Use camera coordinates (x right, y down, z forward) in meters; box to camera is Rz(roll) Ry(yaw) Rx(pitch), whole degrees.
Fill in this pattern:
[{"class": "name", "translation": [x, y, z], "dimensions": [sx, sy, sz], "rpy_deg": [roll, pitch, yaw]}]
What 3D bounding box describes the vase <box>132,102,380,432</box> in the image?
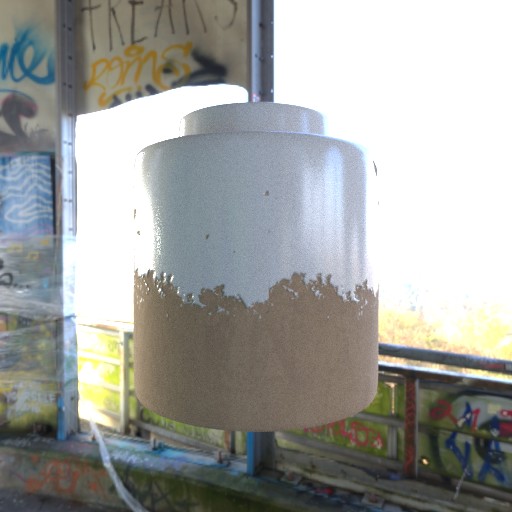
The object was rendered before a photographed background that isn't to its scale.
[{"class": "vase", "translation": [0.000, 0.000, 0.285], "dimensions": [0.153, 0.167, 0.153], "rpy_deg": [0, 1, 0]}]
